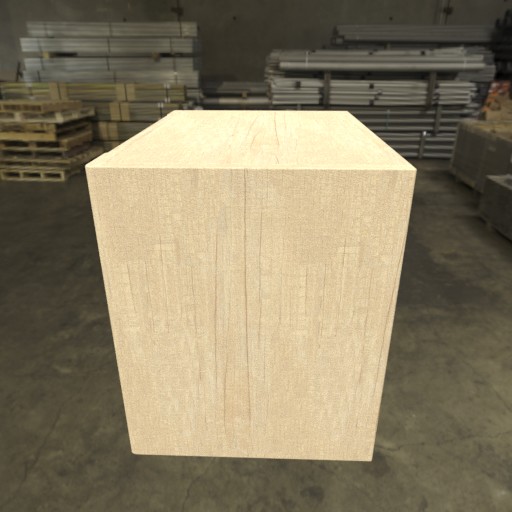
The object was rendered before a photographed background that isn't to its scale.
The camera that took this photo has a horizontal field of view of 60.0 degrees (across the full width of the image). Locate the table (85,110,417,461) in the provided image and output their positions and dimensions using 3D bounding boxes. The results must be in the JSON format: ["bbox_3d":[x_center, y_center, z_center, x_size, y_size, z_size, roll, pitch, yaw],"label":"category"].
[{"bbox_3d":[0.000,0.000,0.920,0.420,0.510,0.570,1,25,2],"label":"table"}]
